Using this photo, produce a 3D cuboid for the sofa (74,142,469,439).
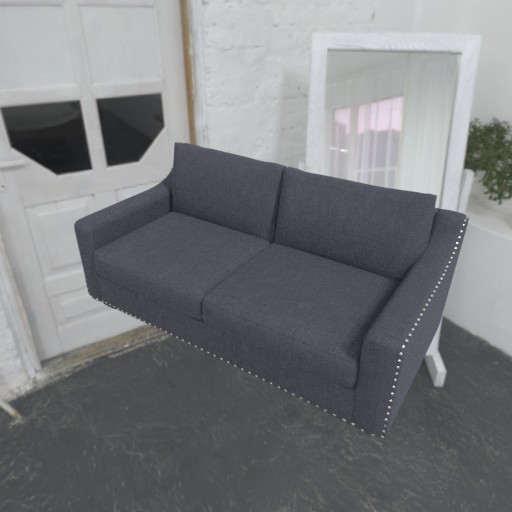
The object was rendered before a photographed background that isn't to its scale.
[{"bbox_3d":[0.000,0.000,3.289,2.550,1.196,1.336,18,35,29],"label":"sofa"}]
